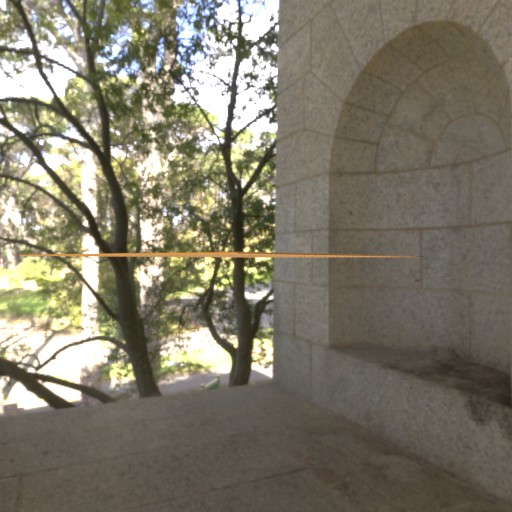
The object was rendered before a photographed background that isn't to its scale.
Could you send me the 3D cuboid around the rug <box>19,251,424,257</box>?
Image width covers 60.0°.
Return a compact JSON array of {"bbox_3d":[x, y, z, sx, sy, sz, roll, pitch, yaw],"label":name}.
[{"bbox_3d":[0.000,0.000,2.939,1.525,0.007,2.336,0,-1,36],"label":"rug"}]
